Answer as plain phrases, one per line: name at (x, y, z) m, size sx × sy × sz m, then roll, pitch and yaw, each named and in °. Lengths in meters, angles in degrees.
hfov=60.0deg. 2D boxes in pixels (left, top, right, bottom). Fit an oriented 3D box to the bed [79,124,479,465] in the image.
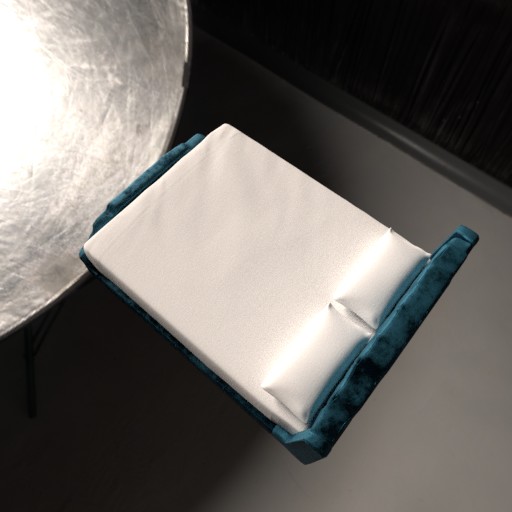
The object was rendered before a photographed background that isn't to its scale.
bed at (0.000, 0.000, 3.262) m, size 2.322 × 1.338 × 1.678 m, roll 37°, pitch 69°, yaw 17°
